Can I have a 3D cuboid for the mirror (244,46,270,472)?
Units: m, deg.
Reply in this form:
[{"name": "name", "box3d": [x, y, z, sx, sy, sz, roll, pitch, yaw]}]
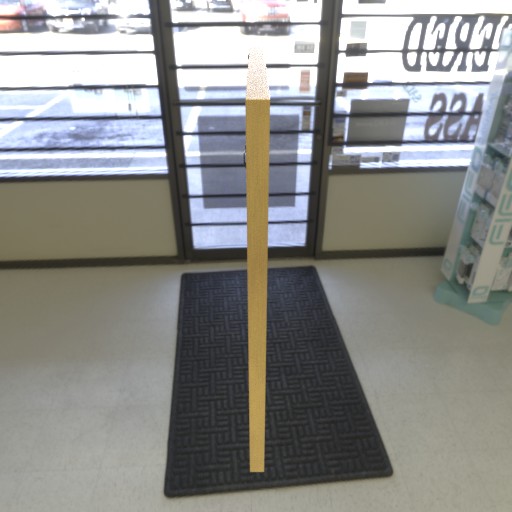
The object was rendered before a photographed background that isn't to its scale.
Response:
[{"name": "mirror", "box3d": [0.000, 0.000, 1.144, 0.040, 0.915, 0.609, 0, 32, 0]}]
